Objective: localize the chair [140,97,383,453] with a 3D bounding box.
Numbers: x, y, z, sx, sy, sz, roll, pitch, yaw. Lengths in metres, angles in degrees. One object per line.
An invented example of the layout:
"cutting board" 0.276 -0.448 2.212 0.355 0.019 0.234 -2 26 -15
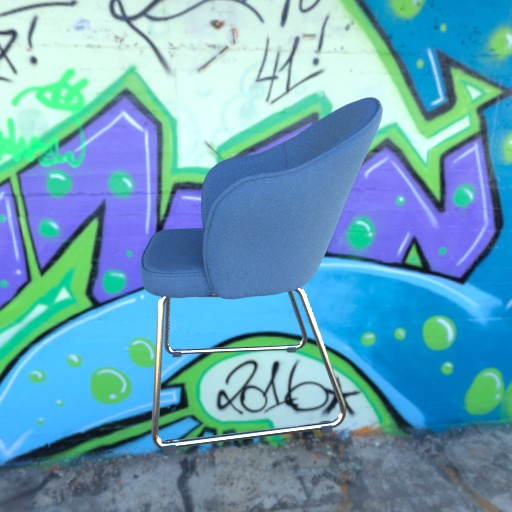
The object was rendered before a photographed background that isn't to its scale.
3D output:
"chair" 0.000 0.000 1.202 0.585 0.815 0.570 -2 16 -7
